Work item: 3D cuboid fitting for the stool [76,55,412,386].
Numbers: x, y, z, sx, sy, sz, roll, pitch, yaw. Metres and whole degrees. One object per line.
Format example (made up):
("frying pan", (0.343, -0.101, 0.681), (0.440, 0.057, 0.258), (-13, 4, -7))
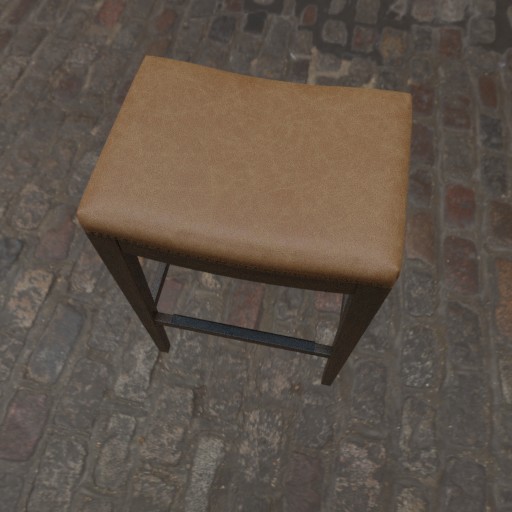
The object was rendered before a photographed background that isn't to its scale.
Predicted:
("stool", (0.000, 0.000, 1.009), (0.500, 0.759, 0.361), (10, 65, 5))
